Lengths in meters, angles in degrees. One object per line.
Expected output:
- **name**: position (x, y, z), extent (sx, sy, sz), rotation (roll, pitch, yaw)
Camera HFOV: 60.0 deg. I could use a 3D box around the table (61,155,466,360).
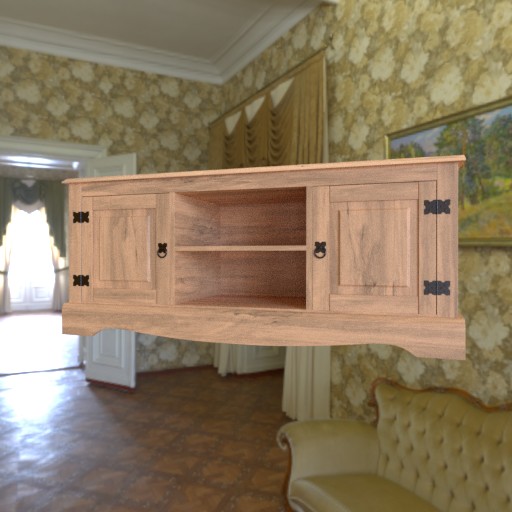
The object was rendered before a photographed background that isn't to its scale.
- **table**: position (0.000, 0.000, 1.456), extent (1.200, 0.510, 0.400), rotation (0, 0, 17)
